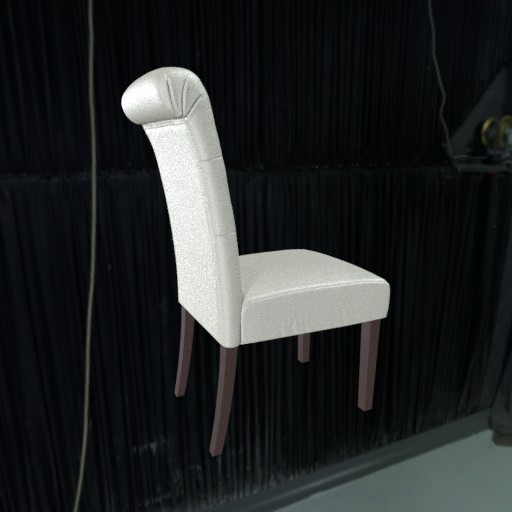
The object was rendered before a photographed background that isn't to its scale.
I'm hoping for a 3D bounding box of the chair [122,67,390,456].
[{"bbox_3d":[0.000,0.000,1.352,0.671,1.006,0.456,-7,16,-26],"label":"chair"}]
